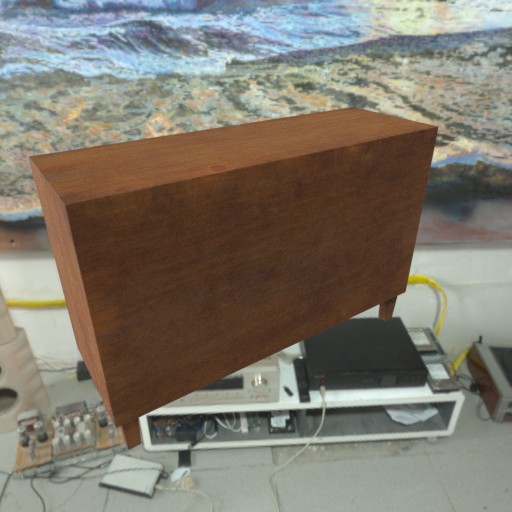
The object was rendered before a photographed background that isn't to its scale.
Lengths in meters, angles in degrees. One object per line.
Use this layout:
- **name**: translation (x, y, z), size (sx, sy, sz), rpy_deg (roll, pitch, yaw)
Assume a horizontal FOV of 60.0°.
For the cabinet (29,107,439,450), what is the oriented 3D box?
- **cabinet**: translation (0.000, 0.000, 1.535), size (1.204, 0.805, 0.403), rpy_deg (-18, 34, -29)
